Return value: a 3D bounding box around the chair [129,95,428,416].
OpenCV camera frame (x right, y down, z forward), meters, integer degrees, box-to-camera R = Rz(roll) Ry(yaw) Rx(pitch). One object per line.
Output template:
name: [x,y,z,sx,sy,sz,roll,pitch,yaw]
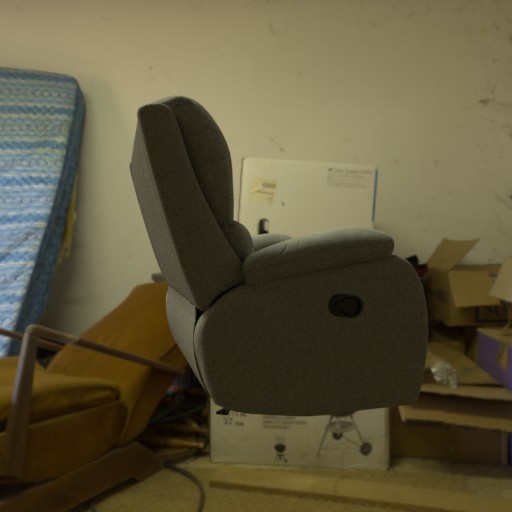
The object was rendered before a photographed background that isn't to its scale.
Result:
chair: [0.000,0.000,1.681,0.899,1.011,0.930,0,1,-17]
